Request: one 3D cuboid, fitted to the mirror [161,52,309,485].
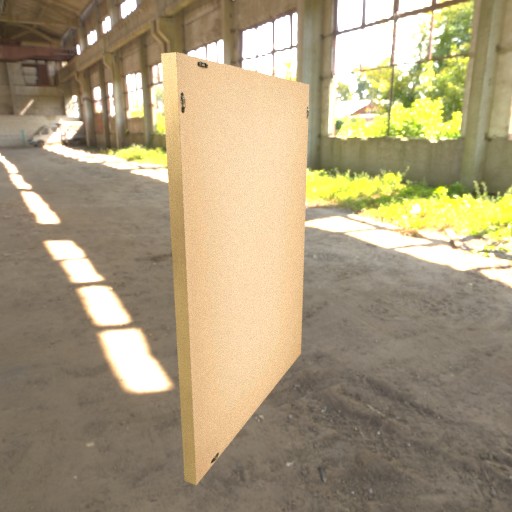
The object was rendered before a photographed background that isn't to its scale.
[{"bbox_3d":[0.000,0.000,1.324,0.041,1.016,0.762,8,18,25],"label":"mirror"}]
